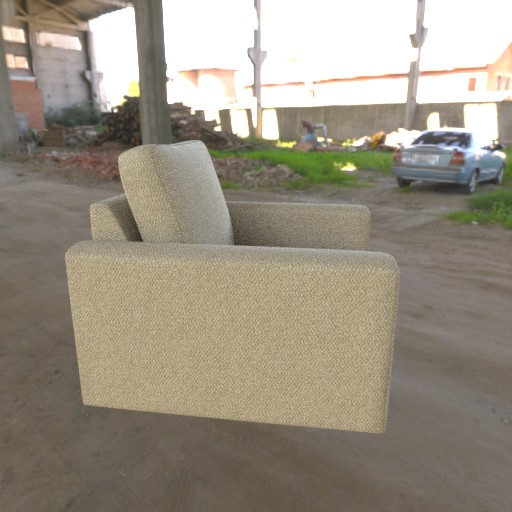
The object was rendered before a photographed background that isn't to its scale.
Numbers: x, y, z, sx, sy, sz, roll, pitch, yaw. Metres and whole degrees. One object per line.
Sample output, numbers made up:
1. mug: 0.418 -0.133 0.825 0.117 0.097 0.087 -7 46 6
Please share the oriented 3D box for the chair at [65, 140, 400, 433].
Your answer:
1. chair: 0.000 0.000 1.757 1.016 0.873 1.005 2 16 8
